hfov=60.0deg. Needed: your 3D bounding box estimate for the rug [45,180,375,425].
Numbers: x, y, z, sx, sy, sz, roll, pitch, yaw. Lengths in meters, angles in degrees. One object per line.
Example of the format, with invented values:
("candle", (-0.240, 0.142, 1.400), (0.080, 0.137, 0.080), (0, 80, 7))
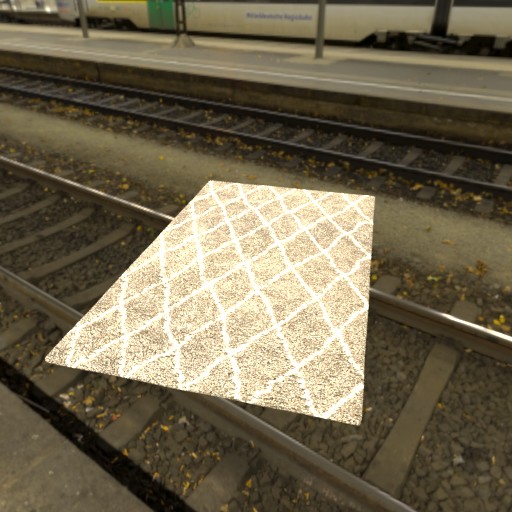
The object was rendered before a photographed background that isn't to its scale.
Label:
("rug", (0.000, 0.000, 3.018), (1.524, 0.030, 2.438), (7, 32, 12))
